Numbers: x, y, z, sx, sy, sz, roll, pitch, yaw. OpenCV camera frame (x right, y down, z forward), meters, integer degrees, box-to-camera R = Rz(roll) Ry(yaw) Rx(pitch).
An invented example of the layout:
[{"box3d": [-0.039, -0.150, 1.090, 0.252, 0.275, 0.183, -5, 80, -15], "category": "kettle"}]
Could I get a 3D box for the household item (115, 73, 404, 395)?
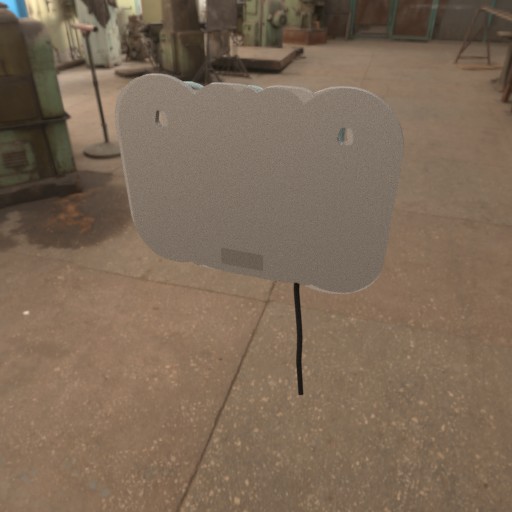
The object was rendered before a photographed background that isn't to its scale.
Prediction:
[{"box3d": [0.000, 0.000, 0.384, 0.211, 0.294, 0.042, 10, 33, 16], "category": "household item"}]
